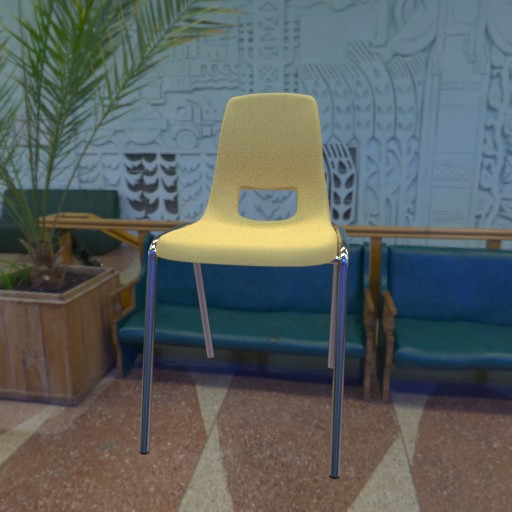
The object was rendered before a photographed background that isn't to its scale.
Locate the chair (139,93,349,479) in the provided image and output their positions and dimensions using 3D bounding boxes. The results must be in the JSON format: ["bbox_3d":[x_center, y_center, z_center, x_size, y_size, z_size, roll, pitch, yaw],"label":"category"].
[{"bbox_3d":[0.000,0.000,0.942,0.381,0.704,0.436,2,14,10],"label":"chair"}]
